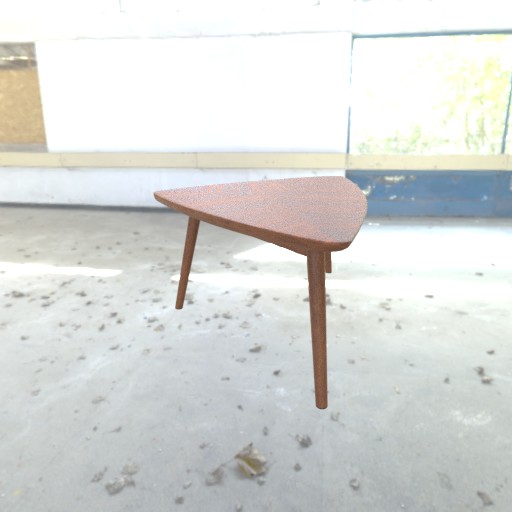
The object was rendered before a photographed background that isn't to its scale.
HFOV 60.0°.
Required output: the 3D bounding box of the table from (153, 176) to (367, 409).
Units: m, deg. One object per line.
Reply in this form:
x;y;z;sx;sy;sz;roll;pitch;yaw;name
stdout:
0.000;0.000;1.298;0.601;0.365;1.008;3;17;9;table
